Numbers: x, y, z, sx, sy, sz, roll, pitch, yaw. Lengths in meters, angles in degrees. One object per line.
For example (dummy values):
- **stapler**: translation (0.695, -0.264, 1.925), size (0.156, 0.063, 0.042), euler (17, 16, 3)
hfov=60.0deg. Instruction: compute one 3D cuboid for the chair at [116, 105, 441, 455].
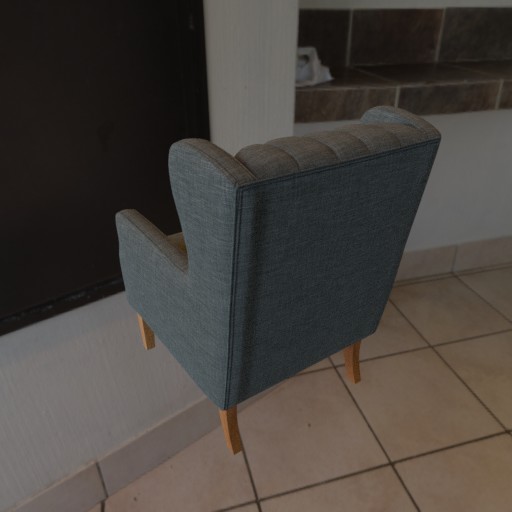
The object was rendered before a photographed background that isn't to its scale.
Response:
- **chair**: translation (0.000, 0.000, 1.453), size (0.711, 0.953, 0.775), euler (-19, 35, -29)
